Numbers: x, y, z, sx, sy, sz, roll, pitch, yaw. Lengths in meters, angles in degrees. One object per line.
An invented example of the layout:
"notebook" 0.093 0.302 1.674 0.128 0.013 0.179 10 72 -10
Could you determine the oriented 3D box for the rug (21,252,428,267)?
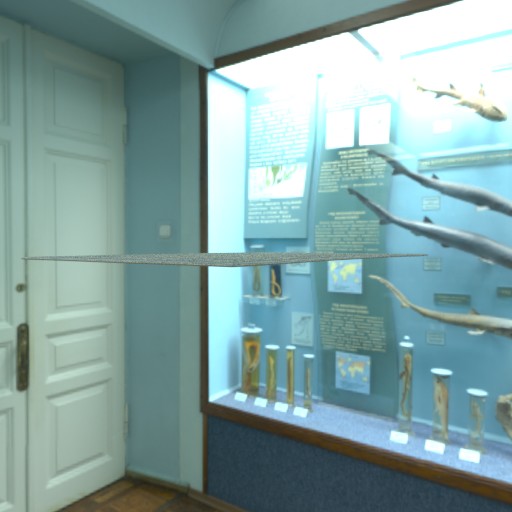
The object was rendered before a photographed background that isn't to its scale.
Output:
"rug" 0.000 0.000 2.307 1.224 0.016 1.830 1 2 37
